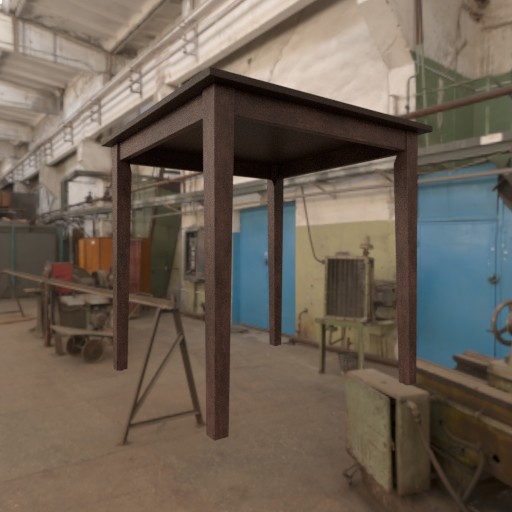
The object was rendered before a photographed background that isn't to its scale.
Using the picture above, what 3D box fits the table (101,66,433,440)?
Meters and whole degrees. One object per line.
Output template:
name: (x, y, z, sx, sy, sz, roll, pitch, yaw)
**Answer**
table: (0.000, 0.000, 1.406, 0.749, 0.770, 0.749, -1, 1, -35)
